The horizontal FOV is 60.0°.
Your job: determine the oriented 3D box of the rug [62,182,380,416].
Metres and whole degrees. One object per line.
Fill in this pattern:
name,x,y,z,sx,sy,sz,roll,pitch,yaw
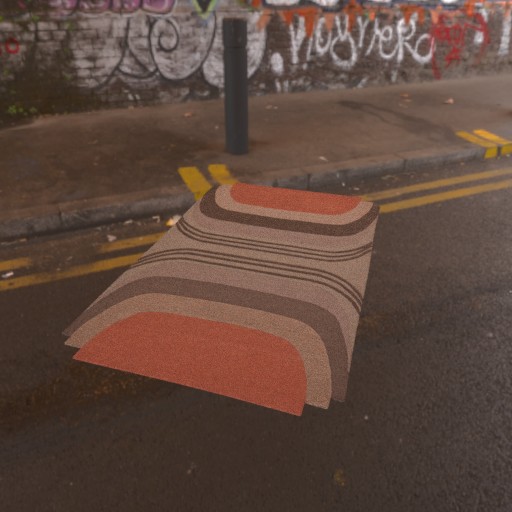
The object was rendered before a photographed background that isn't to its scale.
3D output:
rug,0.000,0.000,3.085,1.530,0.017,2.446,9,33,15
